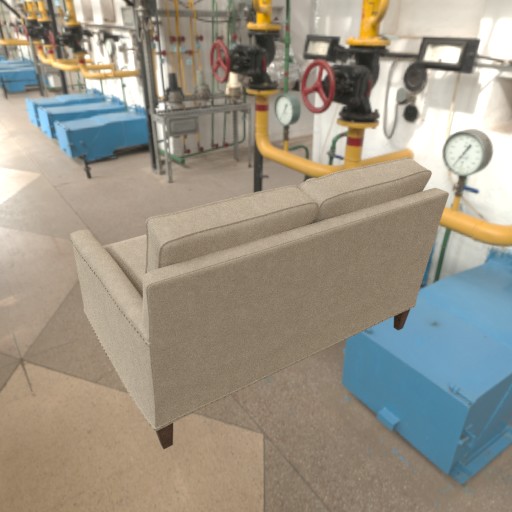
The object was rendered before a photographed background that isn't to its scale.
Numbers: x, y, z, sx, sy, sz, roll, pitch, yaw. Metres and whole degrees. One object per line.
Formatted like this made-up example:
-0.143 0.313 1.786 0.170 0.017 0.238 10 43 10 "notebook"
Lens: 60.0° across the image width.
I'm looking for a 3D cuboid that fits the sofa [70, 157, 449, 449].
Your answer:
0.000 0.000 2.279 1.597 1.002 1.084 -17 33 -29 "sofa"
